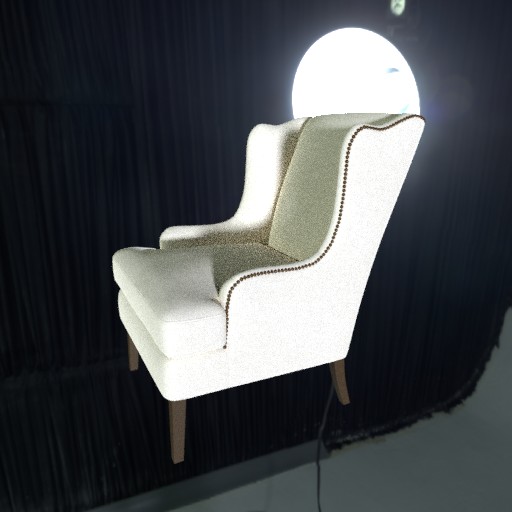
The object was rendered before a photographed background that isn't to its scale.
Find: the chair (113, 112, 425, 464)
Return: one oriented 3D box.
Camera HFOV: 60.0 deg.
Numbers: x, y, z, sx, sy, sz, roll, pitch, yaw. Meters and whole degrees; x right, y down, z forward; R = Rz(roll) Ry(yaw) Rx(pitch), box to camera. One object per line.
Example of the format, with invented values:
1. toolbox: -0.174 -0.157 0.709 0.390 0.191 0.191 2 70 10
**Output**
1. chair: 0.000 0.000 1.655 0.940 1.029 0.737 -8 18 -26
